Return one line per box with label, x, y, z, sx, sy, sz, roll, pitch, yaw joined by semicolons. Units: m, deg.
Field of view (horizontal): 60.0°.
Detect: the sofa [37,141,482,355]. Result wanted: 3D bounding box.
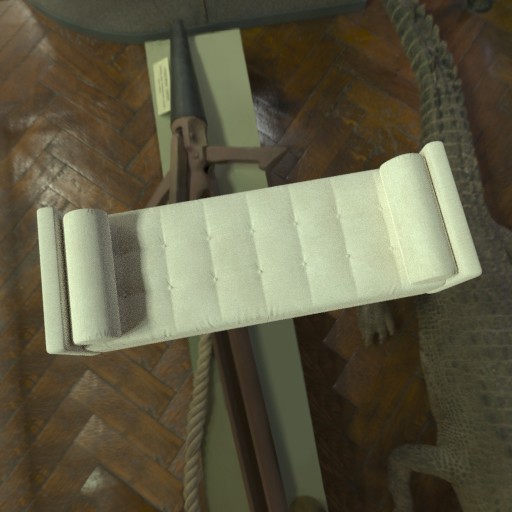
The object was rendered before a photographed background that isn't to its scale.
sofa;0.000;0.000;2.336;1.981;0.635;0.686;-10;77;-2
